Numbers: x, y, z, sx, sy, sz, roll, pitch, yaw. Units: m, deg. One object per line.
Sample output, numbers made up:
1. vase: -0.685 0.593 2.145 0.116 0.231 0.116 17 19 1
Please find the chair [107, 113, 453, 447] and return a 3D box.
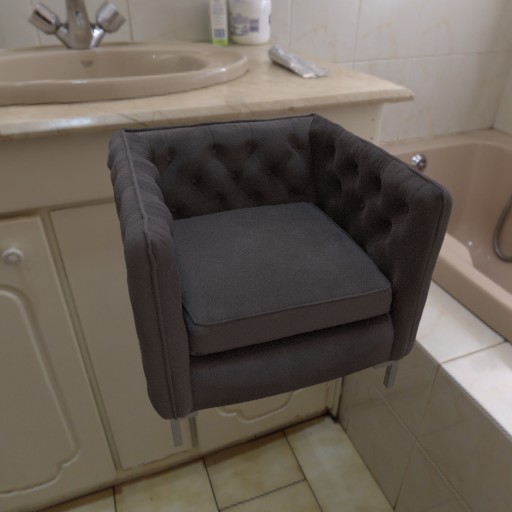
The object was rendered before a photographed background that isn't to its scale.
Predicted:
1. chair: 0.000 0.000 1.661 0.946 0.807 0.913 -10 34 -15
